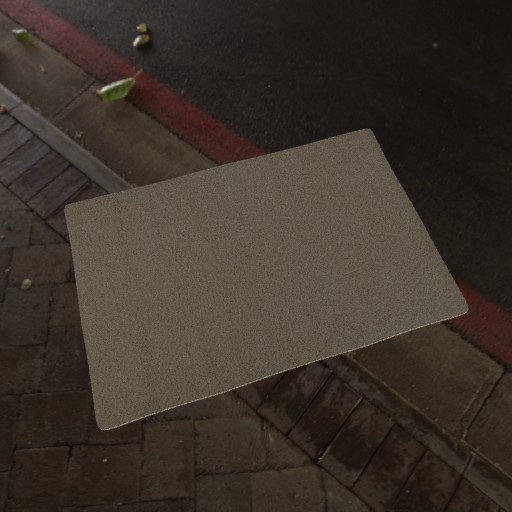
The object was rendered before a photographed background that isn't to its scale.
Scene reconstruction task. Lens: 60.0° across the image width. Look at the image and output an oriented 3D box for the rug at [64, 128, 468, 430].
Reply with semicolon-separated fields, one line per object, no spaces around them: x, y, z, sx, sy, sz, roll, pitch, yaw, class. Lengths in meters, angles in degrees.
0.000;0.000;3.403;2.698;0.025;1.798;-16;65;-8;rug
